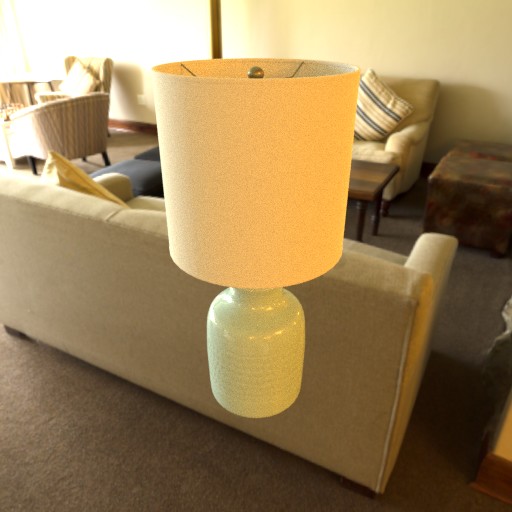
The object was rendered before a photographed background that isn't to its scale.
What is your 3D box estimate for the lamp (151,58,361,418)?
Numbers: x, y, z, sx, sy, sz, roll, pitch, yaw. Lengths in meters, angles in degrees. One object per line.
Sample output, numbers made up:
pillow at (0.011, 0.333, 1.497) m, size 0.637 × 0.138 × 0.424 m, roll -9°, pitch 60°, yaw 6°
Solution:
lamp at (0.000, 0.000, 1.104) m, size 0.418 × 0.871 × 0.418 m, roll -9°, pitch 30°, yaw -16°
